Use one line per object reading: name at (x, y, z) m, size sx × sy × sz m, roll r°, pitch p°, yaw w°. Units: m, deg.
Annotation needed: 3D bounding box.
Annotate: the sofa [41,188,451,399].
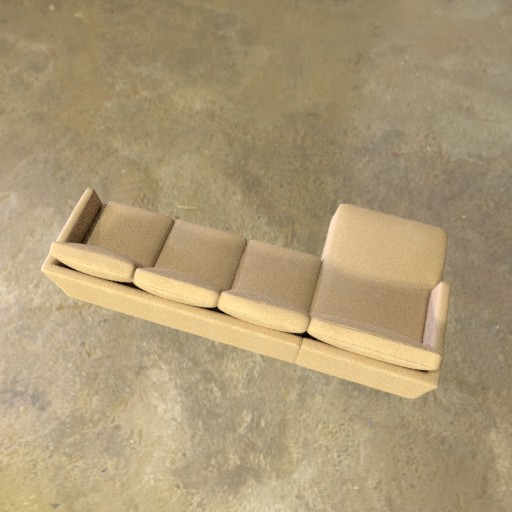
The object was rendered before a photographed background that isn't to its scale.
sofa at (0.000, 0.000, 3.862) m, size 3.201 × 0.876 × 1.502 m, roll 15°, pitch 65°, yaw 7°
